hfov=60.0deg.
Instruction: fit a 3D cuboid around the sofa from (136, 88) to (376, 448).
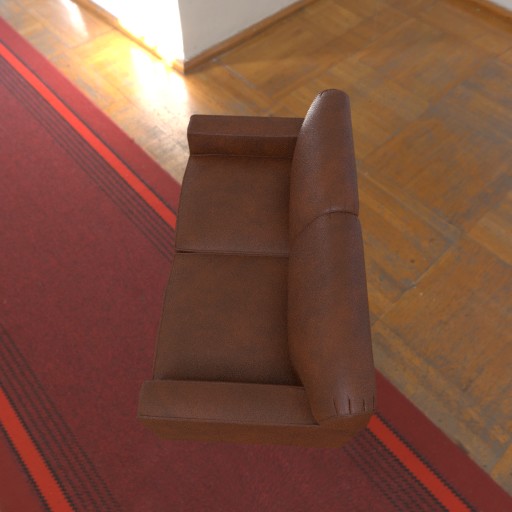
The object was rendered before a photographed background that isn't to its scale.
[{"bbox_3d":[0.000,0.000,2.440,1.000,0.966,1.856,2,59,1],"label":"sofa"}]
